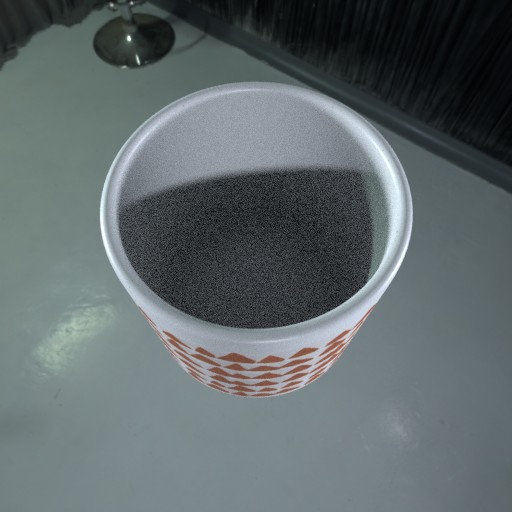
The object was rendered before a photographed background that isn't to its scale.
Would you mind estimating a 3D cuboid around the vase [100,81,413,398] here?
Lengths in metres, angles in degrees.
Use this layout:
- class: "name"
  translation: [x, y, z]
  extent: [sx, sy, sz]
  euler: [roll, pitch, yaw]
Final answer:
- class: "vase"
  translation: [0.000, 0.000, 0.250]
  extent: [0.137, 0.127, 0.137]
  euler: [0, 63, 0]
